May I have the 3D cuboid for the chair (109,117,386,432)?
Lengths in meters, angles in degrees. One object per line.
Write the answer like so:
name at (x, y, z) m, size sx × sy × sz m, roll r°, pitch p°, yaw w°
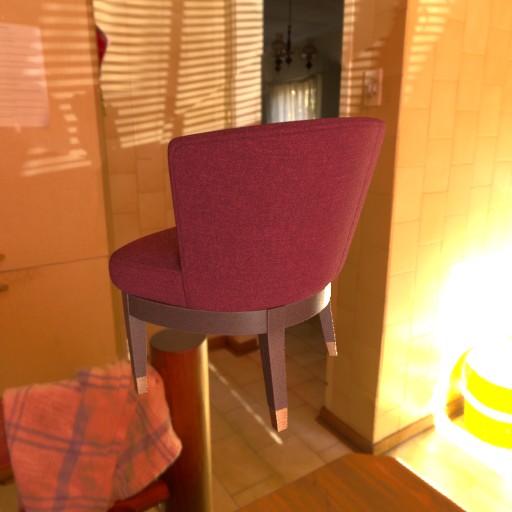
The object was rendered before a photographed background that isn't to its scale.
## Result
chair at (0.000, 0.000, 1.293) m, size 0.660 × 0.760 × 0.700 m, roll 7°, pitch 17°, yaw 26°
